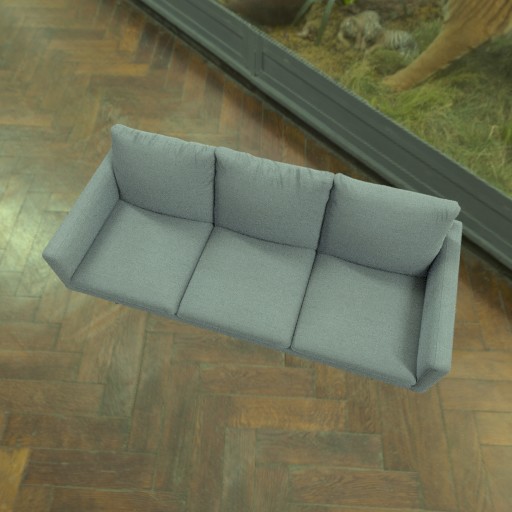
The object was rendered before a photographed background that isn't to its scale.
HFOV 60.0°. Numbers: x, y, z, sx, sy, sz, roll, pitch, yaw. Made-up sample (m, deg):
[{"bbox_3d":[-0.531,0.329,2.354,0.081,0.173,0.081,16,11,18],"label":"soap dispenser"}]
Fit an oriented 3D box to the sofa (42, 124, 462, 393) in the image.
[{"bbox_3d":[0.000,0.000,2.376,2.000,0.830,0.850,15,60,9],"label":"sofa"}]
